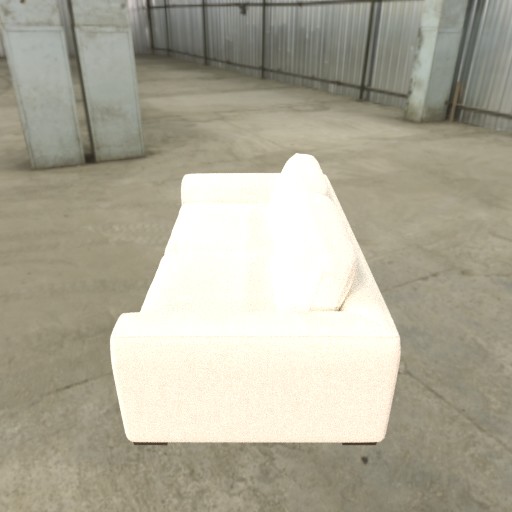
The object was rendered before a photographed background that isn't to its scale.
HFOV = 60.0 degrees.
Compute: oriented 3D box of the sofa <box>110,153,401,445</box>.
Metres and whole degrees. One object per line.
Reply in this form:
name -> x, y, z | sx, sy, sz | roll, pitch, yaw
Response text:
sofa -> 0.000, 0.000, 2.461 | 1.069, 0.801, 1.920 | 0, 28, 0
